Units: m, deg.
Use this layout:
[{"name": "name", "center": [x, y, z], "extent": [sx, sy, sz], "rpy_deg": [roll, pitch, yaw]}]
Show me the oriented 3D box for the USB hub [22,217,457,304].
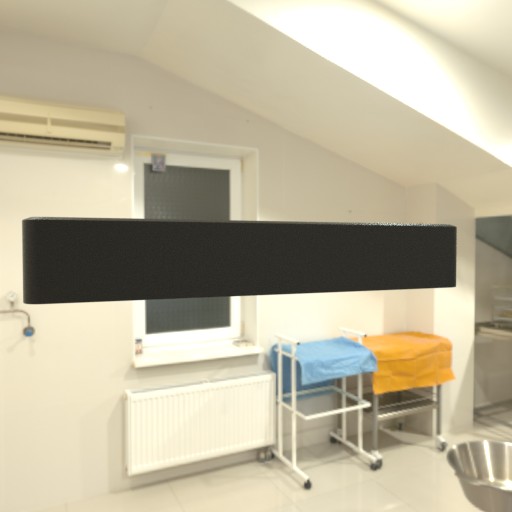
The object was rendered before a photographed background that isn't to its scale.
[{"name": "USB hub", "center": [0.000, 0.000, 0.159], "extent": [0.145, 0.023, 0.044], "rpy_deg": [-1, 2, -19]}]
